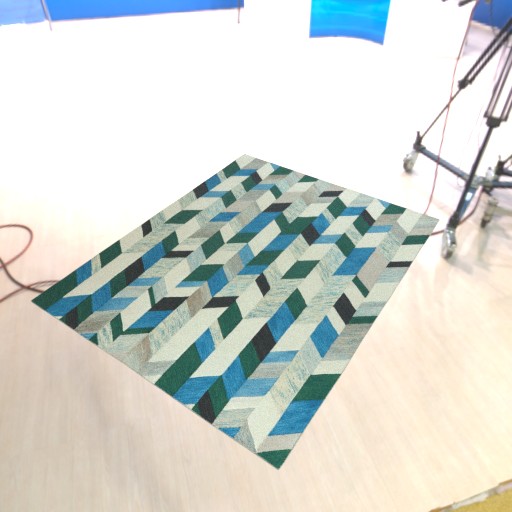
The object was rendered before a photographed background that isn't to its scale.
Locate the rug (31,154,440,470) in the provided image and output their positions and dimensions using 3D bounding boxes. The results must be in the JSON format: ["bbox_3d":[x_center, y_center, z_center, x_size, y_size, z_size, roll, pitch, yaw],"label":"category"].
[{"bbox_3d":[0.000,0.000,4.072,2.440,0.008,3.036,24,47,25],"label":"rug"}]
